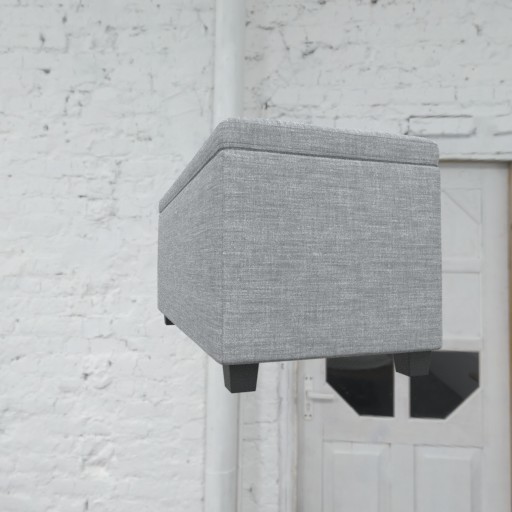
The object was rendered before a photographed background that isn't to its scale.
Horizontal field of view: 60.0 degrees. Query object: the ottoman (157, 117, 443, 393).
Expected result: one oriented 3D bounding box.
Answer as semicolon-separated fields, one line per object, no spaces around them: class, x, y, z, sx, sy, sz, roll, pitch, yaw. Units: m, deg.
ottoman;0.000;0.000;1.121;0.419;0.432;0.902;0;-1;-18
